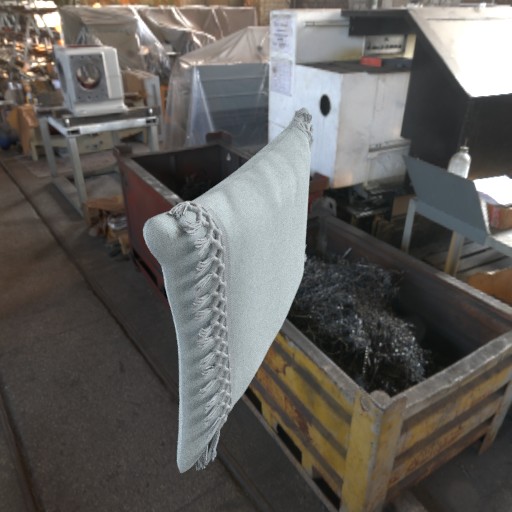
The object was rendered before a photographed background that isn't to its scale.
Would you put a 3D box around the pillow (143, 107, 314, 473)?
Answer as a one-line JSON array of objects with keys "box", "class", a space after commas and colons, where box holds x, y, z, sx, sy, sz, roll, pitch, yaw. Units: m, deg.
[{"box": [0.000, 0.000, 0.592, 0.084, 0.305, 0.466, 10, 31, 18], "class": "pillow"}]
